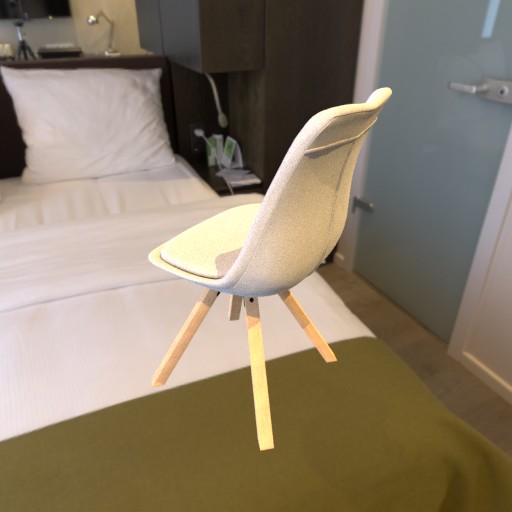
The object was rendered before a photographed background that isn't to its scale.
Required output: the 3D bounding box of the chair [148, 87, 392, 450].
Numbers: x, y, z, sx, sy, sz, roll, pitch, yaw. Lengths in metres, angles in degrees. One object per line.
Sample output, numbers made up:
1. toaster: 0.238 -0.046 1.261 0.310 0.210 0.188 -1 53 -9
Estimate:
1. chair: 0.000 0.000 1.179 0.549 0.863 0.474 19 35 29
